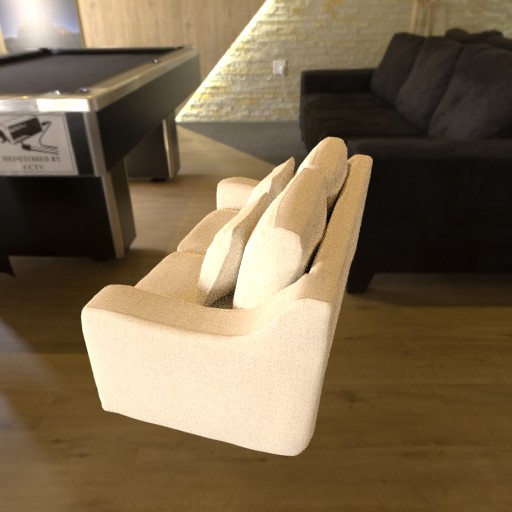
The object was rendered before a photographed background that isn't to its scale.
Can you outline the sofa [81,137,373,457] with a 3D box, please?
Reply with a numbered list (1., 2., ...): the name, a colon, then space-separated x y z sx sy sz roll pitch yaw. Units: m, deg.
1. sofa: 0.000 0.000 2.404 1.040 1.047 1.744 8 30 15
